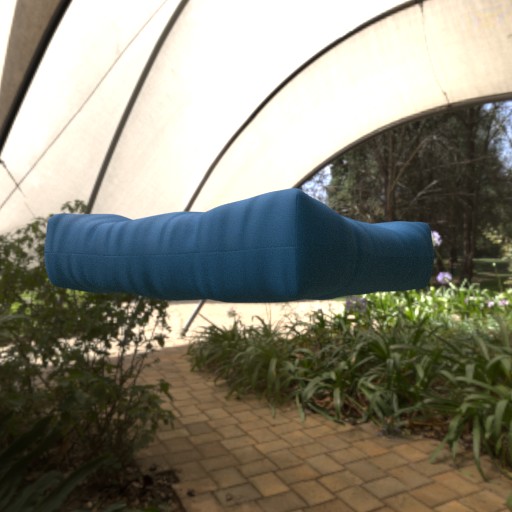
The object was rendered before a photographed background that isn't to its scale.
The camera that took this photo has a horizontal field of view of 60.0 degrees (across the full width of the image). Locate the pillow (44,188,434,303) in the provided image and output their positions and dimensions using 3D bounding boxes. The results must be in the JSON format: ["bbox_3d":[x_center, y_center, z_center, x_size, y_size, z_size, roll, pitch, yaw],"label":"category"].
[{"bbox_3d":[0.000,0.000,0.734,0.468,0.128,0.490,-1,-2,35],"label":"pillow"}]
